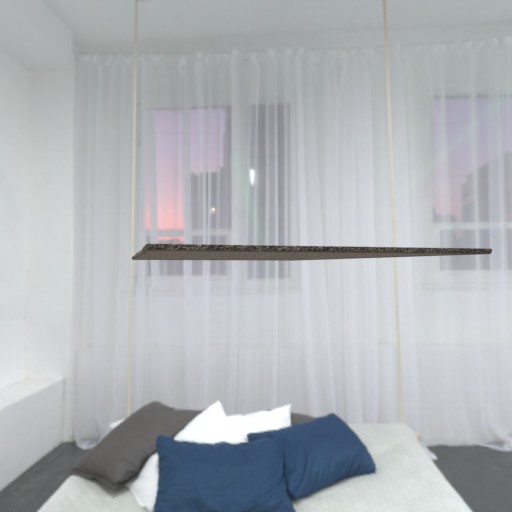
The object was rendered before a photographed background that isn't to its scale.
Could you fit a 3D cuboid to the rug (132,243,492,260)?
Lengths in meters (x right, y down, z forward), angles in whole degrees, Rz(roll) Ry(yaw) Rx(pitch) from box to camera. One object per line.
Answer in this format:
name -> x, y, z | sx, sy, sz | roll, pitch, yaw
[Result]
rug -> 0.000, 0.000, 2.870 | 1.501, 0.025, 2.352 | 0, -1, -17
